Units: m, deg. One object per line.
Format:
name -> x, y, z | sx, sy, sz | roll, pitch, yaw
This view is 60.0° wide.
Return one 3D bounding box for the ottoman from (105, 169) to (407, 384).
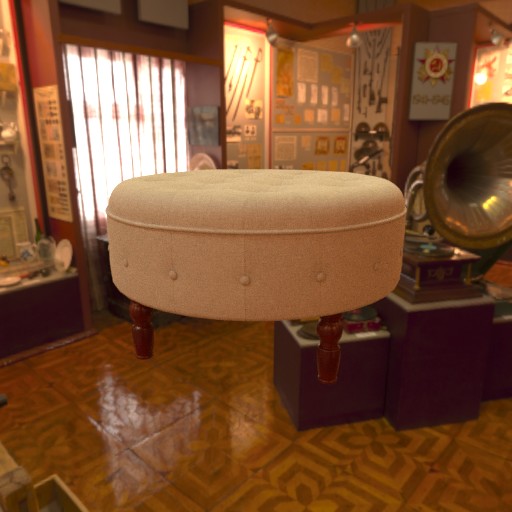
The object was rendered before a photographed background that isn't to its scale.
ottoman -> 0.000, 0.000, 1.354 | 0.849, 0.478, 0.849 | 0, 15, 0
